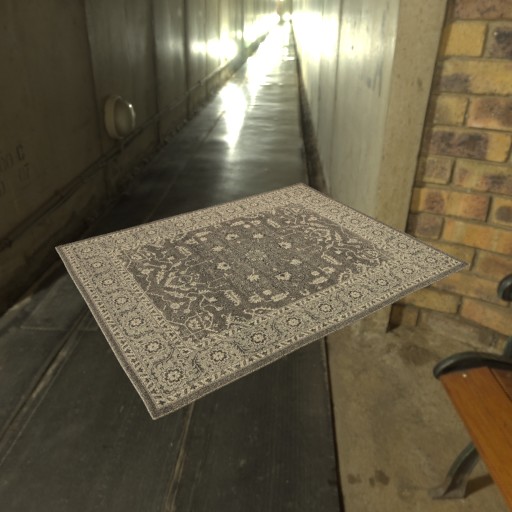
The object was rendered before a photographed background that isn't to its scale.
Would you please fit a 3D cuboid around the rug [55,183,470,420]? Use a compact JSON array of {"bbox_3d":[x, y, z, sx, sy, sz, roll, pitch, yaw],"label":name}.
[{"bbox_3d":[0.000,0.000,4.158,3.069,0.026,2.451,-19,35,-29],"label":"rug"}]
